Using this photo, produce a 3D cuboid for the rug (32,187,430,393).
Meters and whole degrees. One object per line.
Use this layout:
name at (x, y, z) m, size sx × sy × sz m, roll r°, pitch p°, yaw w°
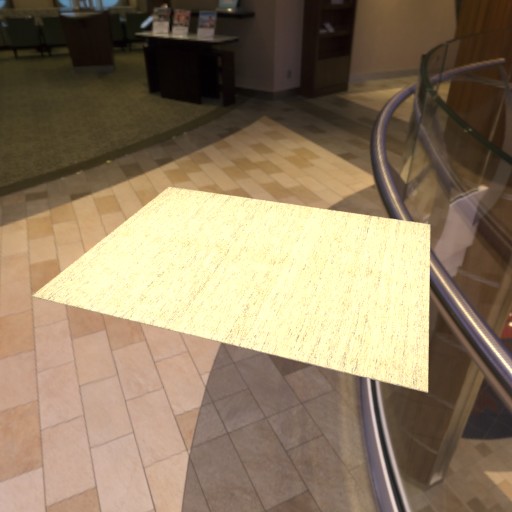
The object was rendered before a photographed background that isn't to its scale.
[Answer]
rug at (0.000, 0.000, 4.306) m, size 3.201 × 0.014 × 2.437 m, roll 10°, pitch 34°, yaw 16°
